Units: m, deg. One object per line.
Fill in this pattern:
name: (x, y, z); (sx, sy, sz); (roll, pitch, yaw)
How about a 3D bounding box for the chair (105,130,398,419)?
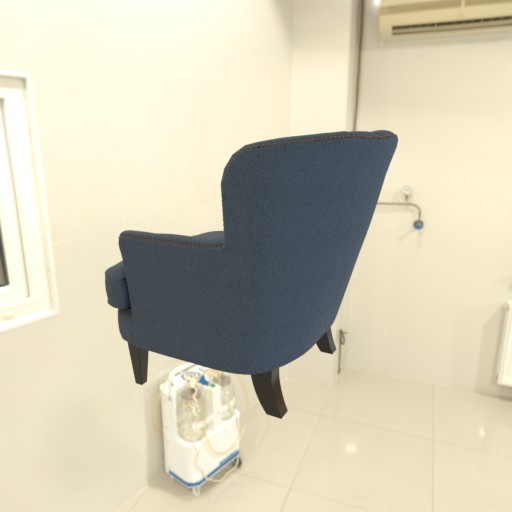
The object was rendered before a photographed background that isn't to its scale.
chair: (0.000, 0.000, 1.599); (0.906, 0.868, 0.848); (8, 17, 27)
